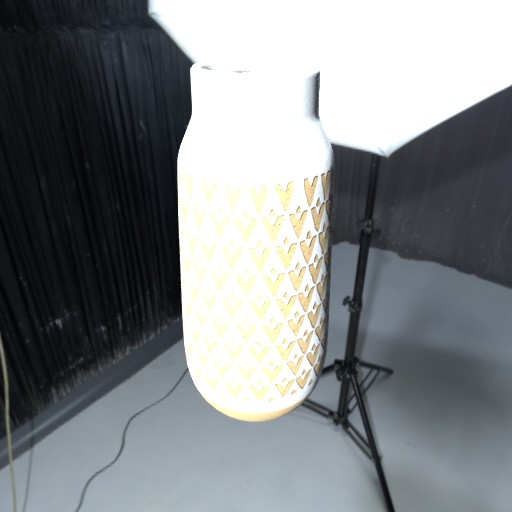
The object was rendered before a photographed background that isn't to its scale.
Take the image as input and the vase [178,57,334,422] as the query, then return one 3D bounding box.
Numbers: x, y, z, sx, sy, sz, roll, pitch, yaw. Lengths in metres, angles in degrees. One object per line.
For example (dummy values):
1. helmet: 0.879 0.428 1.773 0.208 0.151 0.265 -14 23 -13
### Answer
1. vase: 0.000 0.000 0.385 0.137 0.307 0.137 0 30 0
